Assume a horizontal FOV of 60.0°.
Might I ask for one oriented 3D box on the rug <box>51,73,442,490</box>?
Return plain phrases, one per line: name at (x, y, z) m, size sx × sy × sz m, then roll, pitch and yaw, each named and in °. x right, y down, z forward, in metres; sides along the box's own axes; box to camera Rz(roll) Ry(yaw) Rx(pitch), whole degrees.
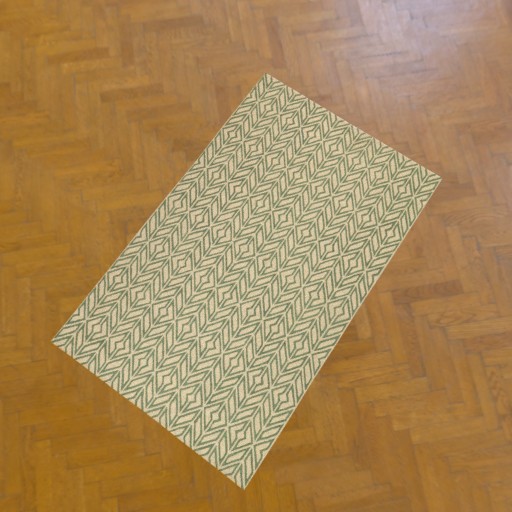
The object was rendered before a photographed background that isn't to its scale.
rug at (0.000, 0.000, 2.986) m, size 1.517 × 0.011 × 2.435 m, roll 34°, pitch 78°, yaw 8°
